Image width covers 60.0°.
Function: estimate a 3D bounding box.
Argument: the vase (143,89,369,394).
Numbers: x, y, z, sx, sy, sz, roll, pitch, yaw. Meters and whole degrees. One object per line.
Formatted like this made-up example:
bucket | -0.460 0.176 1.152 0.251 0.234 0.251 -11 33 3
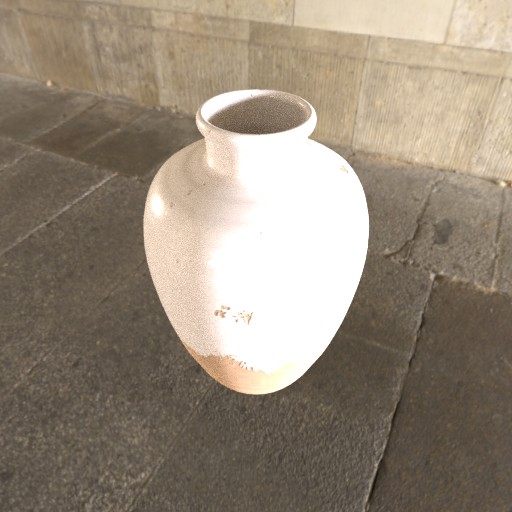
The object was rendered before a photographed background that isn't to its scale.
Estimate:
vase | 0.000 0.000 0.336 0.158 0.228 0.158 0 41 0
